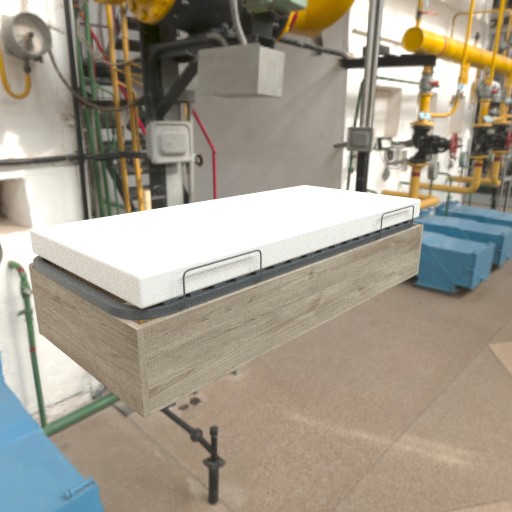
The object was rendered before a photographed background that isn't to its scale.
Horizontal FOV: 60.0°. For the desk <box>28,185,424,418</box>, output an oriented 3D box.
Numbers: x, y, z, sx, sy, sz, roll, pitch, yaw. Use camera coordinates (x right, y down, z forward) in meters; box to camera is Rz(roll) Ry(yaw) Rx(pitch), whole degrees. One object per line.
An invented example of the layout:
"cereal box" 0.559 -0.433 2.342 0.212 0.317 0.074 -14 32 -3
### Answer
"desk" 0.000 0.000 2.250 0.900 0.455 1.900 16 23 42
